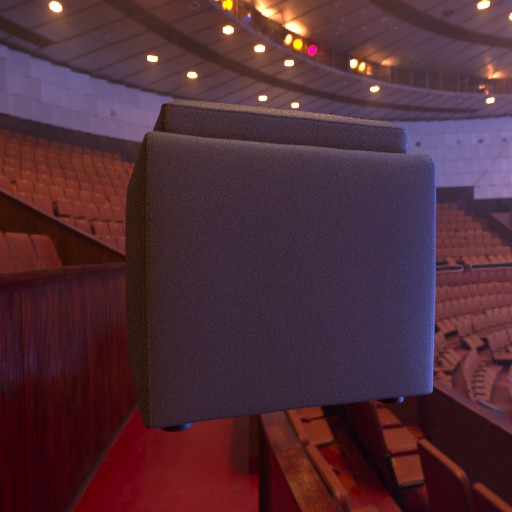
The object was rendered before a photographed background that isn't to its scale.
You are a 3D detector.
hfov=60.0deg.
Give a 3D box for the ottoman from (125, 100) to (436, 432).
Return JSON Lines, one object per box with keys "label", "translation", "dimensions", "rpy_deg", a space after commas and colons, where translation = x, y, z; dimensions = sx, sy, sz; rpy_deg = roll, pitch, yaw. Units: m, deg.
{"label": "ottoman", "translation": [0.000, 0.000, 0.817], "dimensions": [0.451, 0.460, 0.450], "rpy_deg": [0, 1, -19]}
